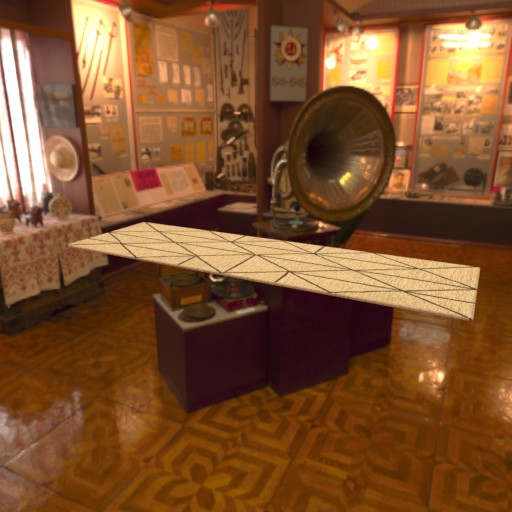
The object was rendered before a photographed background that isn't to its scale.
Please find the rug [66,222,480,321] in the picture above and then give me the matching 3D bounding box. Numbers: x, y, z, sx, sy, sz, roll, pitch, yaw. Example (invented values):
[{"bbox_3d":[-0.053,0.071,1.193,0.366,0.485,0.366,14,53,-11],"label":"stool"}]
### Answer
[{"bbox_3d":[0.000,0.000,2.703,2.438,0.012,0.762,9,19,26],"label":"rug"}]
